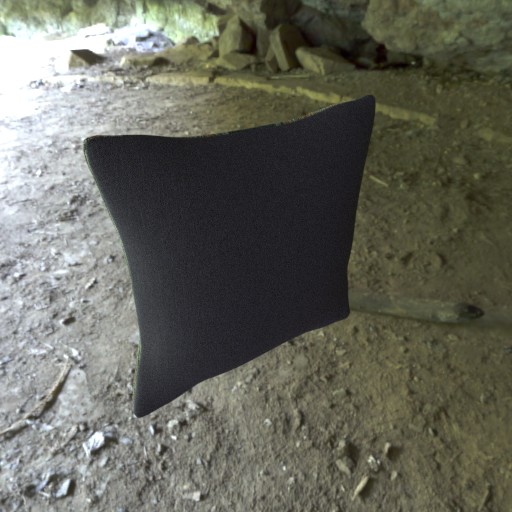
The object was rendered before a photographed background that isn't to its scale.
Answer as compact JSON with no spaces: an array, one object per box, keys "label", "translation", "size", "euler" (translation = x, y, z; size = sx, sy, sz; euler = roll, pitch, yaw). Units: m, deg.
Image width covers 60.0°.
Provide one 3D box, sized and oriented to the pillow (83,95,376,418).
[{"label":"pillow","translation":[0.000,0.000,0.660],"size":[0.437,0.419,0.136],"euler":[-19,35,-29]}]
